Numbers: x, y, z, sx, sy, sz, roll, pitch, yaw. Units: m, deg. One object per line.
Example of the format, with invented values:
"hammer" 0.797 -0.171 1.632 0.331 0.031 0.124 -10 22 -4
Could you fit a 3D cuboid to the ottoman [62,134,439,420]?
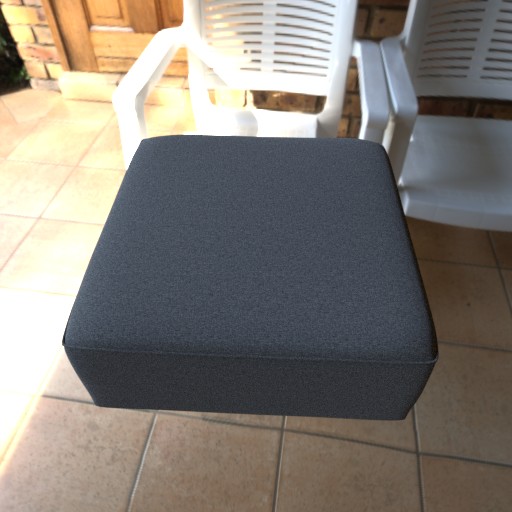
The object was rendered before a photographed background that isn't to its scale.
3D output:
"ottoman" 0.000 0.000 1.602 1.005 0.464 1.015 2 47 2
